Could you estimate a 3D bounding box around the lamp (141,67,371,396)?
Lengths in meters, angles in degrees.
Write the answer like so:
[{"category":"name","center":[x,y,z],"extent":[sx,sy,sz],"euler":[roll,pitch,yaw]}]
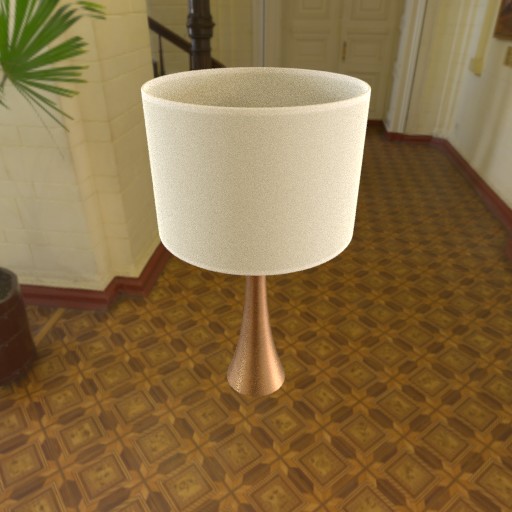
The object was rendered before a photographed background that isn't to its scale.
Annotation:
[{"category":"lamp","center":[0.000,0.000,0.651],"extent":[0.268,0.479,0.268],"euler":[-22,37,-32]}]
